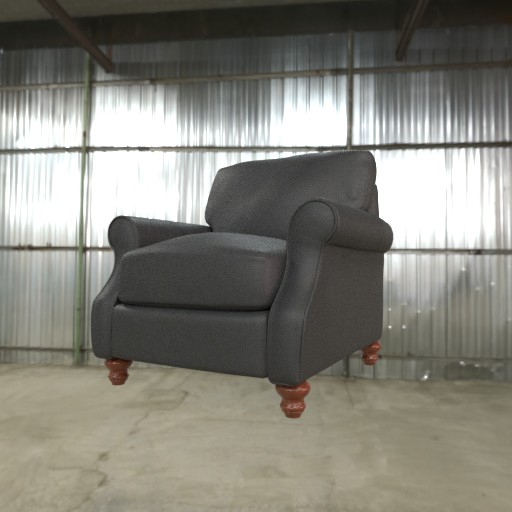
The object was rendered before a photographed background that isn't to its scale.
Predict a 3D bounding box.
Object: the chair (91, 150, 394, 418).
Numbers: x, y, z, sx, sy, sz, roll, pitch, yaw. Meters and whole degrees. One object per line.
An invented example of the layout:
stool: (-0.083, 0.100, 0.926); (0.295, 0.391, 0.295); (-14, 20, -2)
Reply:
chair: (0.000, 0.000, 1.823); (1.015, 0.960, 1.027); (-1, -2, 35)
